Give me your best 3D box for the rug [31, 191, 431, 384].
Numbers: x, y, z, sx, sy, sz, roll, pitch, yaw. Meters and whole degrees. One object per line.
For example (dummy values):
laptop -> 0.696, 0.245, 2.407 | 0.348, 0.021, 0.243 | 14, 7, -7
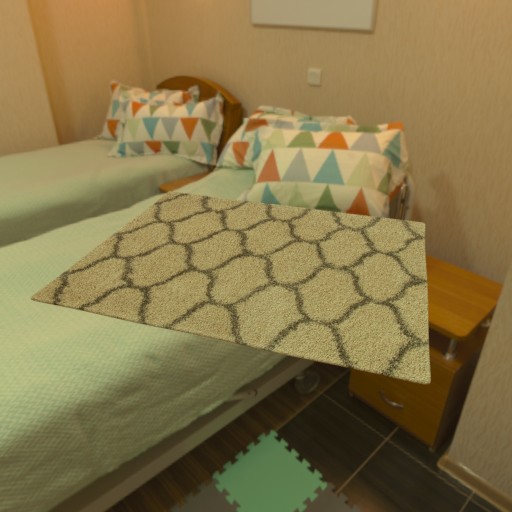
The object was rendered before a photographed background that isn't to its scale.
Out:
rug -> 0.000, 0.000, 4.089 | 3.000, 0.026, 2.399 | 9, 31, 15
